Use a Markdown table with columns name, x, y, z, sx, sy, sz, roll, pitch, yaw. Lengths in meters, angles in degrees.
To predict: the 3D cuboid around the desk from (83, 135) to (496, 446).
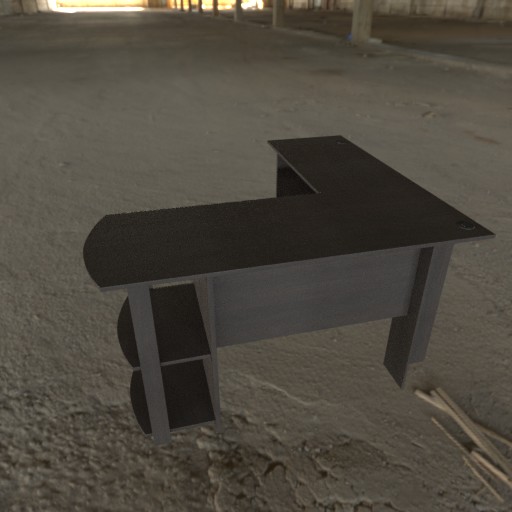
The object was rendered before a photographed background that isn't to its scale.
| name | x | y | z | sx | sy | sz | roll | pitch | yaw |
| --- | --- | --- | --- | --- | --- | --- | --- | --- | --- |
| desk | 0.000 | 0.000 | 2.095 | 1.361 | 0.716 | 1.303 | -7 | 31 | -12 |
